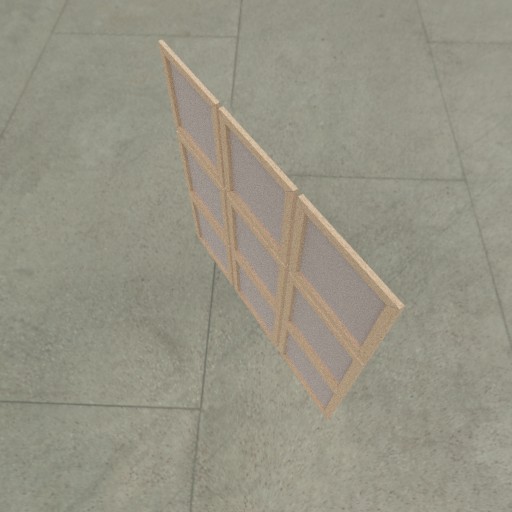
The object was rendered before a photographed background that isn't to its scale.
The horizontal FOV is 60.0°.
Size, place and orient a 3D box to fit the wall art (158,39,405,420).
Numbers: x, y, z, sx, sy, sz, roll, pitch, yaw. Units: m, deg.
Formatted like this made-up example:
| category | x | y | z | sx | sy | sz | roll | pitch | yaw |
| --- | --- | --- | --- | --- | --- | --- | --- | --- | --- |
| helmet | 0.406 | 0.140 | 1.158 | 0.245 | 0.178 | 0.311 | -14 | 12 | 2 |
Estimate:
| category | x | y | z | sx | sy | sz | roll | pitch | yaw |
| --- | --- | --- | --- | --- | --- | --- | --- | --- | --- |
| wall art | 0.000 | 0.000 | 1.347 | 0.012 | 0.910 | 0.917 | -29 | 63 | -17 |
